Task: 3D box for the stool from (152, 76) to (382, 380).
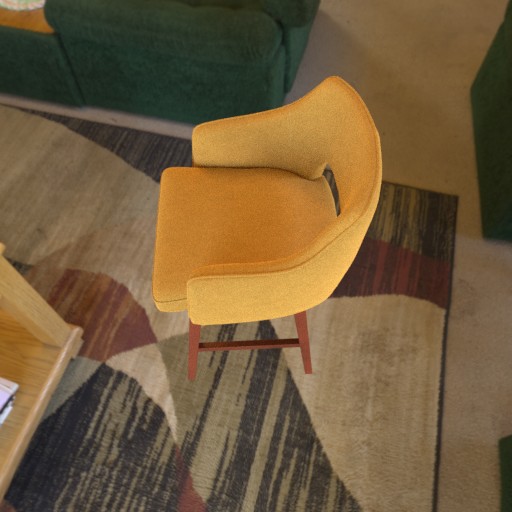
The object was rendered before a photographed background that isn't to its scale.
[{"bbox_3d":[0.000,0.000,1.392,0.558,1.012,0.548,-2,59,-1],"label":"stool"}]
